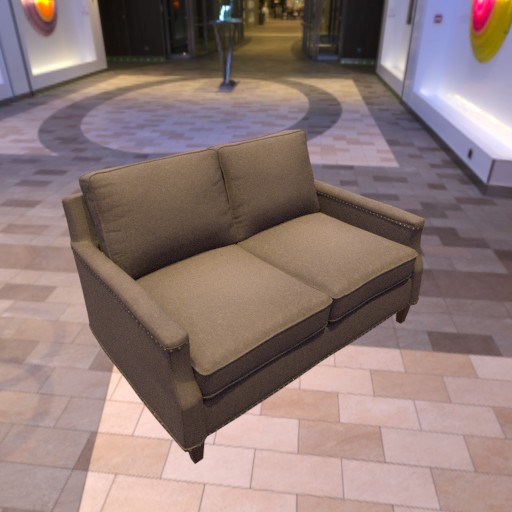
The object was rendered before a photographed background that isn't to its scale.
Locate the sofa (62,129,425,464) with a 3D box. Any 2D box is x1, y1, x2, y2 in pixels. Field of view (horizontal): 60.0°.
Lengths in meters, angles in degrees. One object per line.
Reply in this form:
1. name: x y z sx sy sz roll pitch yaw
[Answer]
1. sofa: 0.000 0.000 2.310 1.597 1.003 1.084 -22 36 -34
